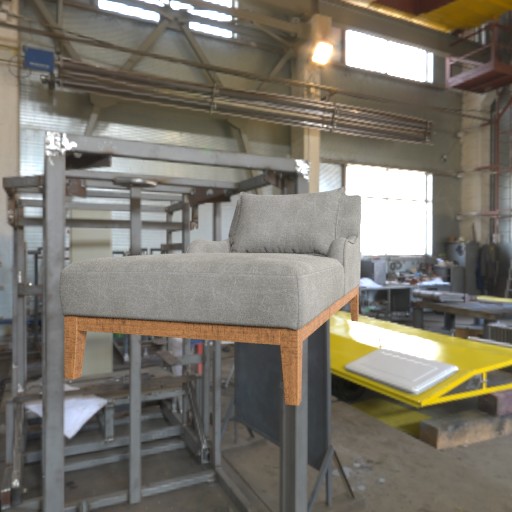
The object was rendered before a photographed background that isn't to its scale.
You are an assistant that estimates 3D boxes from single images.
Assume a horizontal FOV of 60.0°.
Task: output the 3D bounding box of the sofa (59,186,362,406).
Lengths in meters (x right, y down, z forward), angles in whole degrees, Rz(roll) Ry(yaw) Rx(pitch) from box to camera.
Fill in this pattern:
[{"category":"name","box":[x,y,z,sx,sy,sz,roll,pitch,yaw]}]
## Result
[{"category":"sofa","box":[0.000,0.000,2.253,0.894,0.859,1.779,0,1,19]}]
